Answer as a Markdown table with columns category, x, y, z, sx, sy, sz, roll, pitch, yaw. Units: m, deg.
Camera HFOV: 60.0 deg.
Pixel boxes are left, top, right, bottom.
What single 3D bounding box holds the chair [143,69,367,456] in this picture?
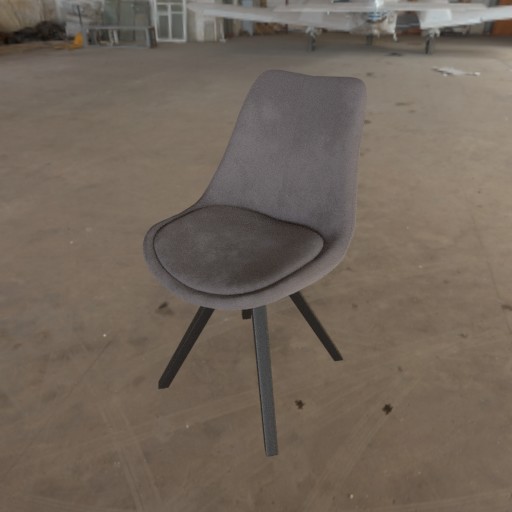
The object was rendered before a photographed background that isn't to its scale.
| category | x | y | z | sx | sy | sz | roll | pitch | yaw |
| --- | --- | --- | --- | --- | --- | --- | --- | --- | --- |
| chair | 0.000 | 0.000 | 1.182 | 0.476 | 0.850 | 0.550 | 20 | 36 | 30 |
